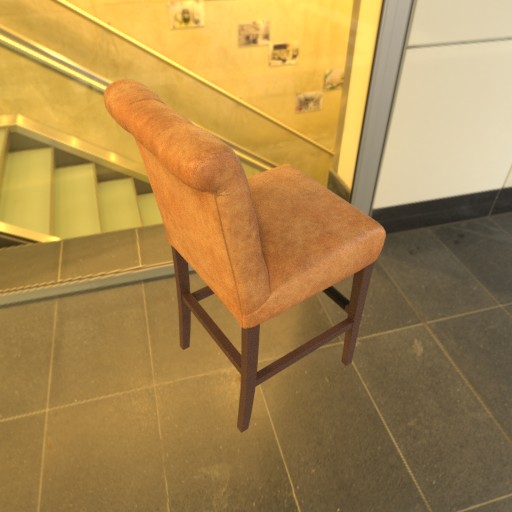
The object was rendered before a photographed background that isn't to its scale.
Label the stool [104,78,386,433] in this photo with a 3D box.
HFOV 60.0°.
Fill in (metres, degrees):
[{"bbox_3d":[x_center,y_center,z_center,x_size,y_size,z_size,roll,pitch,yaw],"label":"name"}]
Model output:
[{"bbox_3d":[0.000,0.000,1.363,0.601,1.047,0.493,-25,47,-26],"label":"stool"}]
